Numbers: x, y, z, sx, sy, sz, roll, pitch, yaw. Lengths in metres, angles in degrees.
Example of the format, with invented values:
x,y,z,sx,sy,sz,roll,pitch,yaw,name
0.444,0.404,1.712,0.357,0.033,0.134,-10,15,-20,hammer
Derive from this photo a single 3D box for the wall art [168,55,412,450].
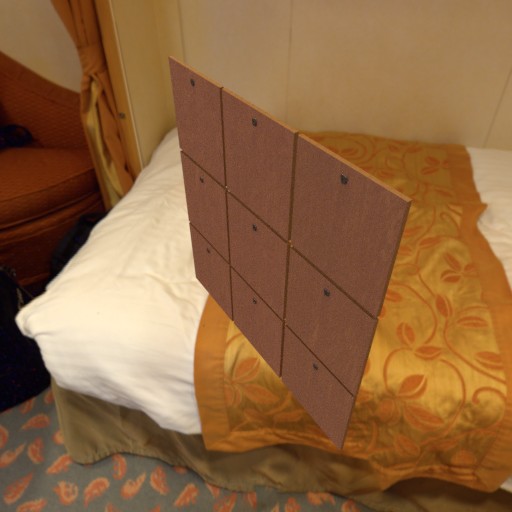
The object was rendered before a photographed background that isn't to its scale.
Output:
x,y,z,sx,sy,sz,roll,pitch,yaw,name
0.000,0.000,1.331,0.018,0.913,0.915,-24,47,-25,wall art
